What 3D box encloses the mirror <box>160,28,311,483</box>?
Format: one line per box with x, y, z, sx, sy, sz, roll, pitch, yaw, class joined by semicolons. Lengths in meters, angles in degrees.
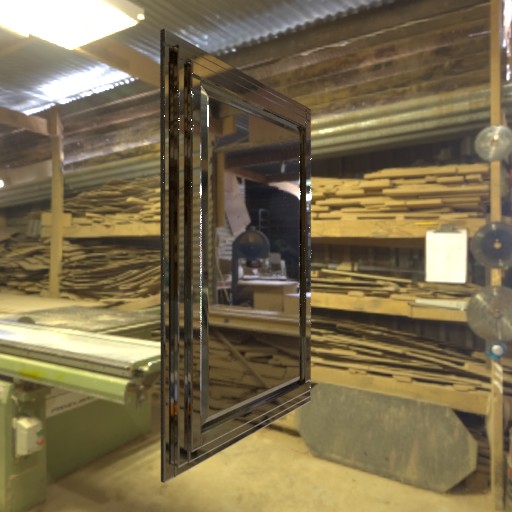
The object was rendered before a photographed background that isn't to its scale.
0.000;0.000;1.134;0.039;0.914;0.613;0;0;36;mirror
